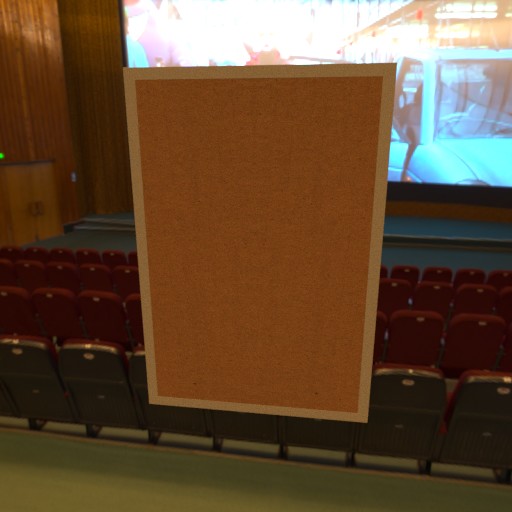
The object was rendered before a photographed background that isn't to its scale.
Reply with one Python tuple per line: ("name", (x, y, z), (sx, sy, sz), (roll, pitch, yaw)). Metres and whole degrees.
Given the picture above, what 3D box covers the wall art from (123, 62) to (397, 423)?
("wall art", (0.000, 0.000, 0.541), (0.293, 0.428, 0.025), (2, 17, 8))
